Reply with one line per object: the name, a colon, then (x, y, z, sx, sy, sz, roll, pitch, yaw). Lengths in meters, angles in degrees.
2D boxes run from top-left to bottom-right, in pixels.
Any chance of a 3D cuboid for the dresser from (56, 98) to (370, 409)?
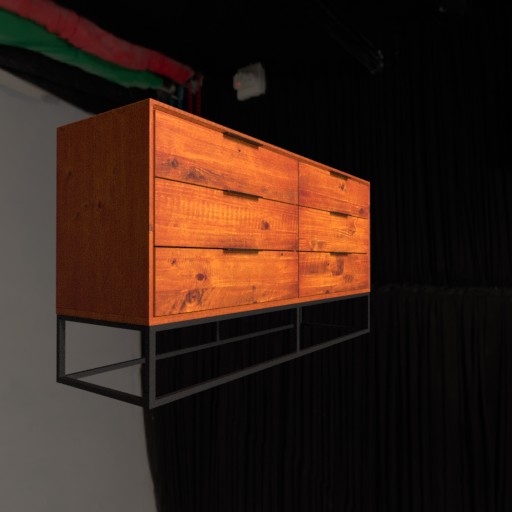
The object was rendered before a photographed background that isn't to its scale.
dresser: (0.000, 0.000, 1.897, 0.464, 0.810, 1.536, 0, -1, 36)
